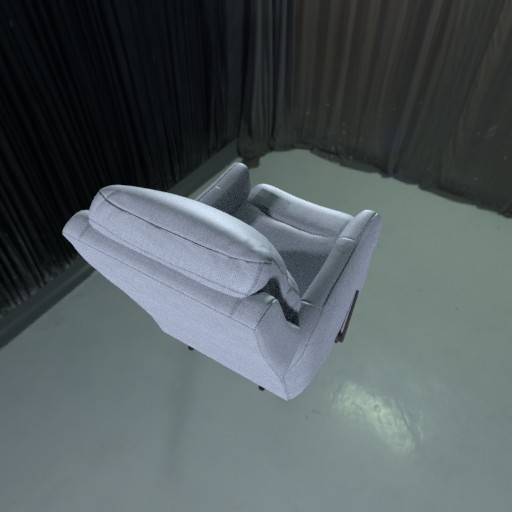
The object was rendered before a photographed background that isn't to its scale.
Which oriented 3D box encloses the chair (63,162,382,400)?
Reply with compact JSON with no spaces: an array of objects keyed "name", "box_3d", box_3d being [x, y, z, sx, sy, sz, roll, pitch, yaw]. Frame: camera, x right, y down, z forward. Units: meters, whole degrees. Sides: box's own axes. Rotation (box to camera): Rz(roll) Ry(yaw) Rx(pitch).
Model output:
[{"name":"chair","box_3d":[0.000,0.000,1.796,0.829,1.030,1.080,24,51,21]}]
